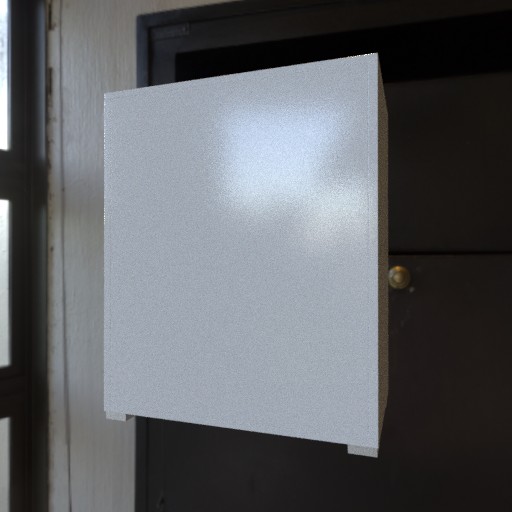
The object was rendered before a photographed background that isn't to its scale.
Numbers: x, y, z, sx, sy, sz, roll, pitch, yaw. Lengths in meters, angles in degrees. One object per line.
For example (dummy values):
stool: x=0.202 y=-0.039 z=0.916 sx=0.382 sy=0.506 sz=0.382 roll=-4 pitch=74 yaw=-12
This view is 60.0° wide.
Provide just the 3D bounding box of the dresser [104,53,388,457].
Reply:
dresser: x=0.000 y=0.000 z=1.169 sx=0.650 sy=0.800 sz=0.400 roll=0 pitch=0 yaw=19
